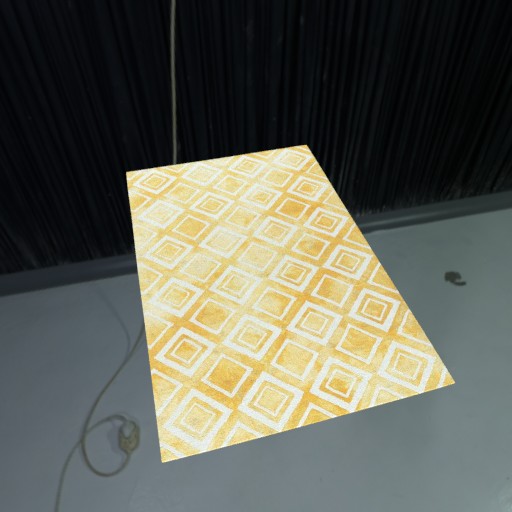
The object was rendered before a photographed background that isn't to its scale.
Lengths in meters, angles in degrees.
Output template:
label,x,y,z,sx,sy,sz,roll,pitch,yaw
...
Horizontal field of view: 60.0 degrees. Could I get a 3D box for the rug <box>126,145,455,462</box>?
label,x,y,z,sx,sy,sz,roll,pitch,yaw
rug,0.000,0.000,2.324,1.213,0.010,1.829,-11,48,-10
